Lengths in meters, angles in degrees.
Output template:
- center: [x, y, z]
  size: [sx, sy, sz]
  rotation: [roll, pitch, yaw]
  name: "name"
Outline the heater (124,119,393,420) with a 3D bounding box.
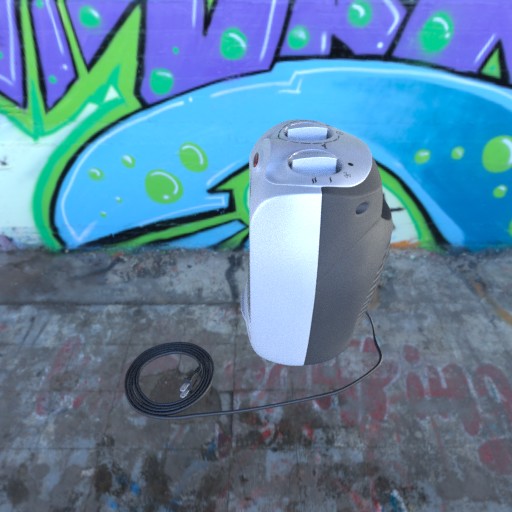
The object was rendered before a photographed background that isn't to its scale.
- center: [0.000, 0.000, 0.468]
  size: [0.291, 0.240, 0.239]
  rotation: [0, 40, -1]
  name: "heater"
